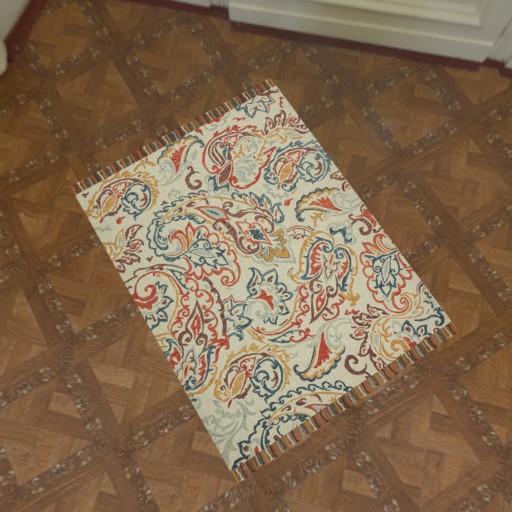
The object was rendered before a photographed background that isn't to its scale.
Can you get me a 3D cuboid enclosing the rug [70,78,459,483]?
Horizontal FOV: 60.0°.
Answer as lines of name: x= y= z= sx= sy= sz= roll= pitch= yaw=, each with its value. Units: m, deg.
rug: x=0.000 y=0.000 z=4.352 sx=2.439 sy=0.015 sz=3.274 roll=-31 pitch=77 yaw=-8
